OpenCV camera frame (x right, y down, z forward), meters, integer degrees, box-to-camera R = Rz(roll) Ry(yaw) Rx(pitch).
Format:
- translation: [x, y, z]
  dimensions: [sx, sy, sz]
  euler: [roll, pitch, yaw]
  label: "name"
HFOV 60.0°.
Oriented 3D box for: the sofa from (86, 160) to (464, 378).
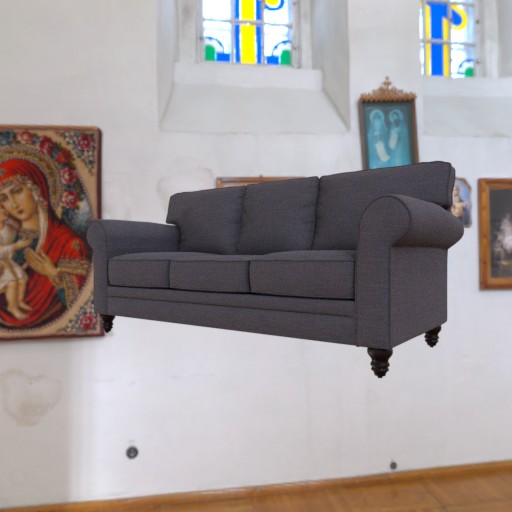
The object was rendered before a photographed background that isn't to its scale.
- translation: [0.000, 0.000, 2.579]
  dimensions: [2.084, 0.966, 0.909]
  euler: [0, 0, 36]
  label: "sofa"
